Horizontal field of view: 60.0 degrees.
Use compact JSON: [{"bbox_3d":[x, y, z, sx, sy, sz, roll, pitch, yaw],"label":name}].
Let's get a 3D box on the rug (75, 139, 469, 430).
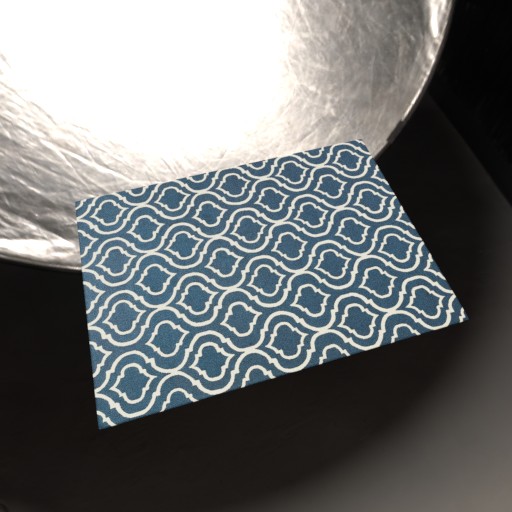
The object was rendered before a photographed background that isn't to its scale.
[{"bbox_3d":[0.000,0.000,4.420,3.353,0.010,2.438,-14,59,-9],"label":"rug"}]
